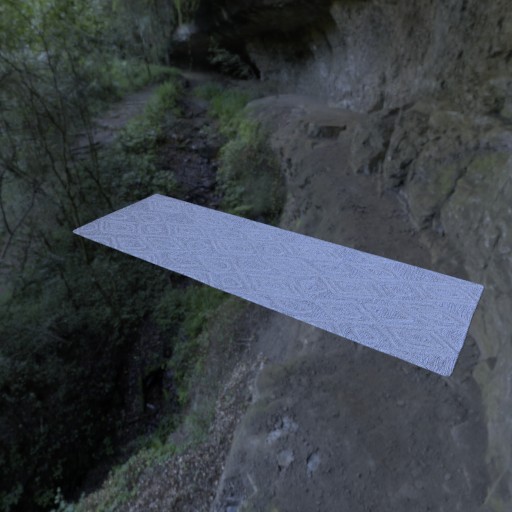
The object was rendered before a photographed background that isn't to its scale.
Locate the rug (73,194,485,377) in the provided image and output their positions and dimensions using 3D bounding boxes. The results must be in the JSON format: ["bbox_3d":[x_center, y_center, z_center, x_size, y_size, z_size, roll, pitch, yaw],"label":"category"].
[{"bbox_3d":[0.000,0.000,2.678,2.436,0.013,0.807,18,34,28],"label":"rug"}]
